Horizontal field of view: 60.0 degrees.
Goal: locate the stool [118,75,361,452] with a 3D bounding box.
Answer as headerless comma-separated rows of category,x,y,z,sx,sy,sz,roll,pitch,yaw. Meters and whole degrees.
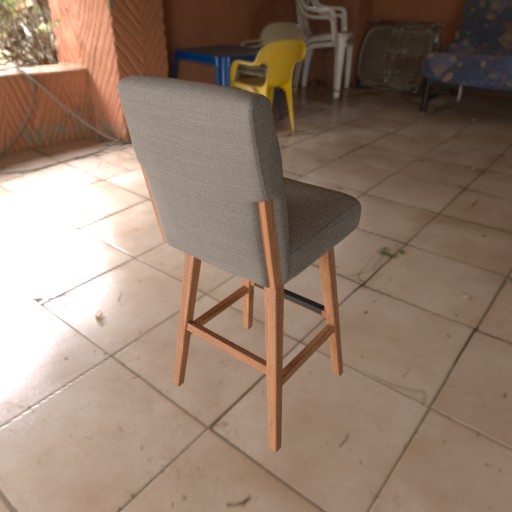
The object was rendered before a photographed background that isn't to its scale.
stool,0.000,0.000,1.409,0.483,1.112,0.570,22,37,32
